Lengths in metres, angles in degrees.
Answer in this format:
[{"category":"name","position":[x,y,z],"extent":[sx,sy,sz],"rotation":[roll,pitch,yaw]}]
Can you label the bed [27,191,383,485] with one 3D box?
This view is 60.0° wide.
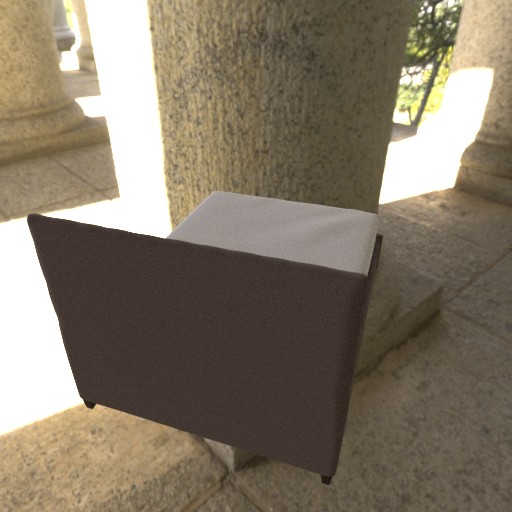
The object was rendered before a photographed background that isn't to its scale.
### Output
[{"category":"bed","position":[0.000,0.000,3.216],"extent":[1.696,1.426,2.233],"rotation":[10,34,16]}]
